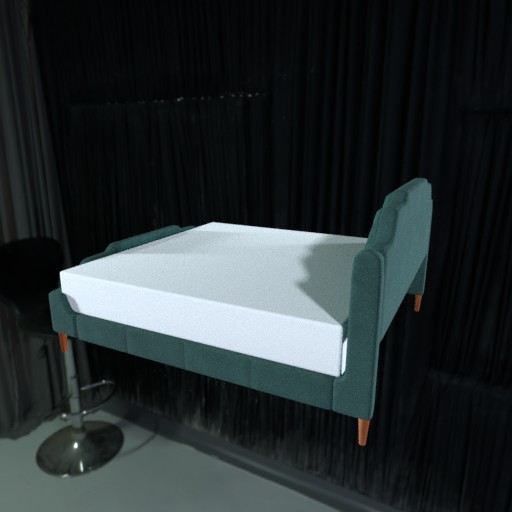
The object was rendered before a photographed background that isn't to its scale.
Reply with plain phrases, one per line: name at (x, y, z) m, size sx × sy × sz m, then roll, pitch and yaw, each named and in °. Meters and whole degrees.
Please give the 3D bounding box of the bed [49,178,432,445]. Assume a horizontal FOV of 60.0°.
bed at (0.000, 0.000, 3.492) m, size 2.340 × 1.245 × 2.074 m, roll 8°, pitch 17°, yaw 26°
